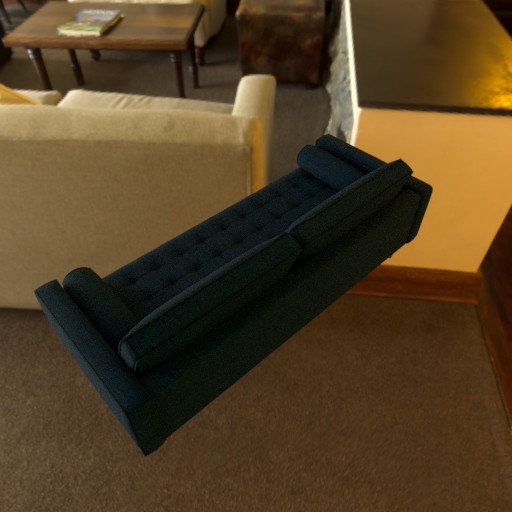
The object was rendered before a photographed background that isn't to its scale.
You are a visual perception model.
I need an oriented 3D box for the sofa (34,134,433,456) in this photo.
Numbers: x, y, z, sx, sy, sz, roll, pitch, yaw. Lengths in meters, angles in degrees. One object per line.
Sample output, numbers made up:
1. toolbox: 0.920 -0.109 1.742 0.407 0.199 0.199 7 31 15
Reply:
1. sofa: 0.000 0.000 2.614 2.210 0.762 0.914 -33 54 -28
